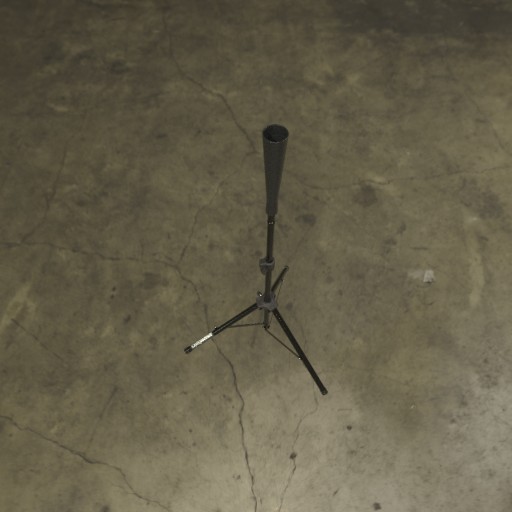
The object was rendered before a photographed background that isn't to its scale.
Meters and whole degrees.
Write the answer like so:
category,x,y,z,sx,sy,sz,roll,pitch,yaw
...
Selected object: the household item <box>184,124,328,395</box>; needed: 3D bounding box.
category,x,y,z,sx,sy,sz,roll,pitch,yaw
household item,0.000,0.000,1.370,0.559,1.067,0.559,2,58,1
